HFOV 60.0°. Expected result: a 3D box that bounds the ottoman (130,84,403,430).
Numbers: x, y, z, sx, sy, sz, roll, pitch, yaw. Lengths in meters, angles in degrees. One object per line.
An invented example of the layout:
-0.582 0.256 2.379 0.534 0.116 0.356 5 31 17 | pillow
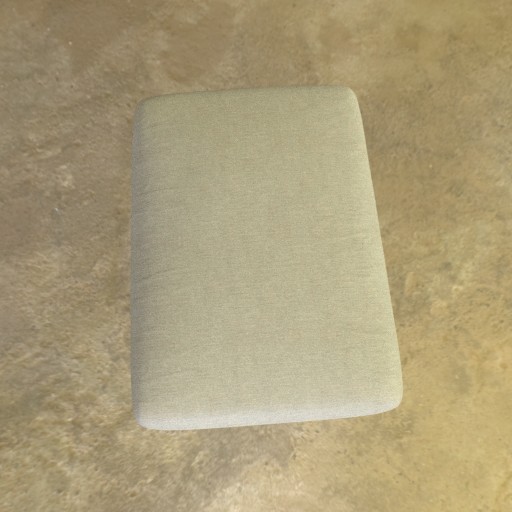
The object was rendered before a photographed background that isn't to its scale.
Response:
0.000 0.000 1.053 0.528 0.404 0.735 -4 73 -1 | ottoman
